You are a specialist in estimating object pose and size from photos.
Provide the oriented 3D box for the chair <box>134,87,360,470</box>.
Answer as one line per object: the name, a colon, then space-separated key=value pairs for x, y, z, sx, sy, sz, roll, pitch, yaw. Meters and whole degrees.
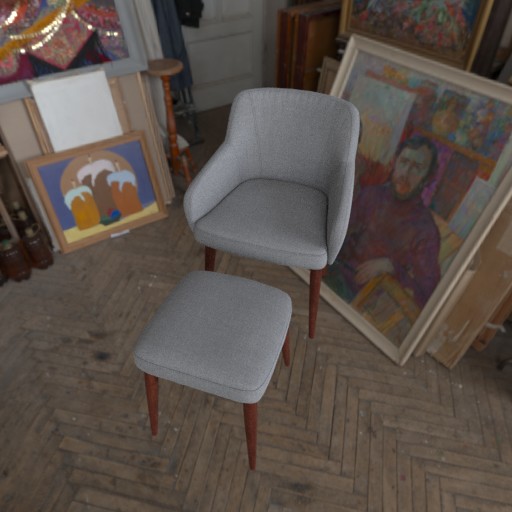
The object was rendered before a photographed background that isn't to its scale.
chair: x=0.000 y=0.000 z=1.576 sx=0.584 sy=0.799 sz=1.107 roll=13 pitch=43 yaw=14
